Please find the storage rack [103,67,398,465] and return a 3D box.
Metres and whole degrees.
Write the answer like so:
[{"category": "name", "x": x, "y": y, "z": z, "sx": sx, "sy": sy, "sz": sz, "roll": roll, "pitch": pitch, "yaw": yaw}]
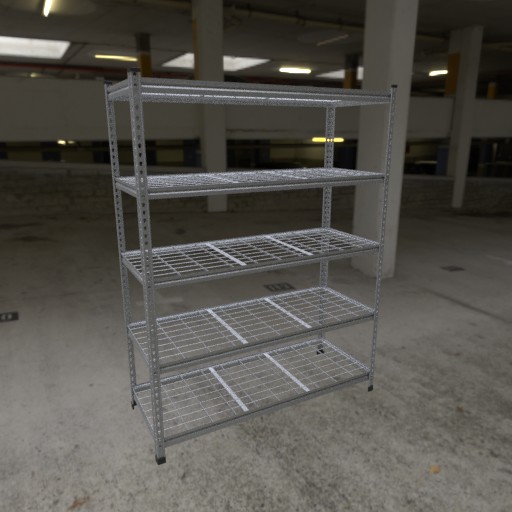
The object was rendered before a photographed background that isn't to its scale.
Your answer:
[{"category": "storage rack", "x": 0.000, "y": 0.000, "z": 2.714, "sx": 1.524, "sy": 1.981, "sz": 0.610, "roll": -8, "pitch": 18, "yaw": -27}]
